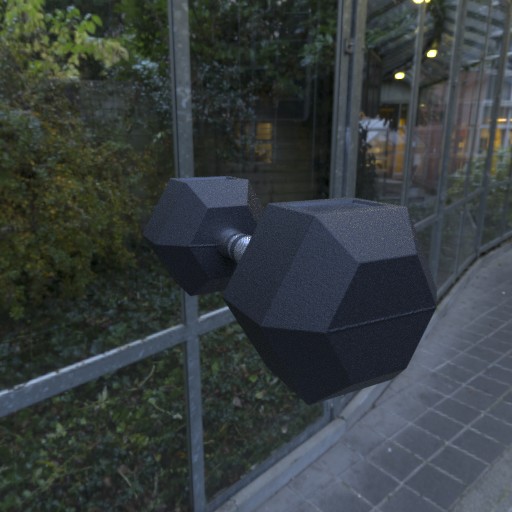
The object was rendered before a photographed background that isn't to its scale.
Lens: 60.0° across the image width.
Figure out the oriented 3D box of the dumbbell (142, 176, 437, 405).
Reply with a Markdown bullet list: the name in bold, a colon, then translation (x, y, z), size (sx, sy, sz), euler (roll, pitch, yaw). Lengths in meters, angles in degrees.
- **dumbbell**: translation (0.000, 0.000, 0.408), size (0.142, 0.123, 0.337), euler (-7, 16, -26)
